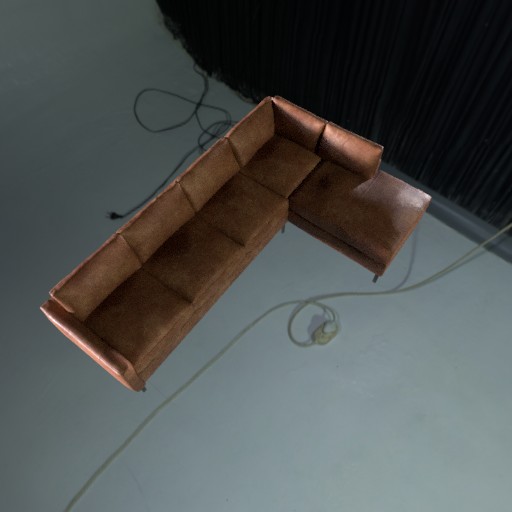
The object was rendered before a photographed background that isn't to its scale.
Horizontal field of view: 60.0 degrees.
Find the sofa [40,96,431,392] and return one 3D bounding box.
[{"bbox_3d":[0.000,0.000,3.892,1.938,0.877,2.984,32,63,18],"label":"sofa"}]
